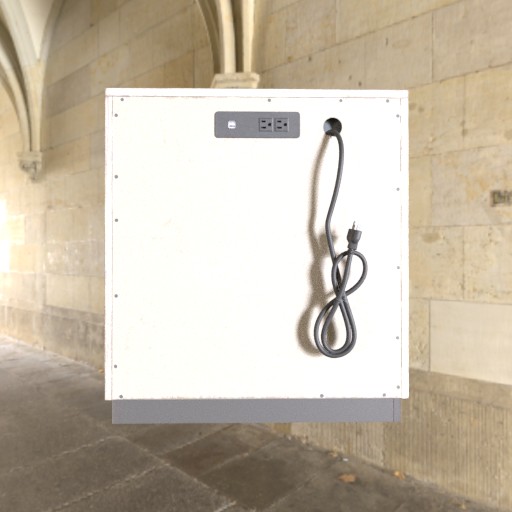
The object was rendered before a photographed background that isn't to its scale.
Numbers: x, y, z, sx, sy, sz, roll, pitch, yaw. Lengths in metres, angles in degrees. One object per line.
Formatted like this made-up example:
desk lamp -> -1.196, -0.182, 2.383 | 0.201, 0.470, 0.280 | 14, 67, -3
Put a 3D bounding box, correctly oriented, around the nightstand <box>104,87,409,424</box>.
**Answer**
nightstand -> 0.000, 0.000, 1.071 | 0.612, 0.673, 0.483 | 0, 0, -1
